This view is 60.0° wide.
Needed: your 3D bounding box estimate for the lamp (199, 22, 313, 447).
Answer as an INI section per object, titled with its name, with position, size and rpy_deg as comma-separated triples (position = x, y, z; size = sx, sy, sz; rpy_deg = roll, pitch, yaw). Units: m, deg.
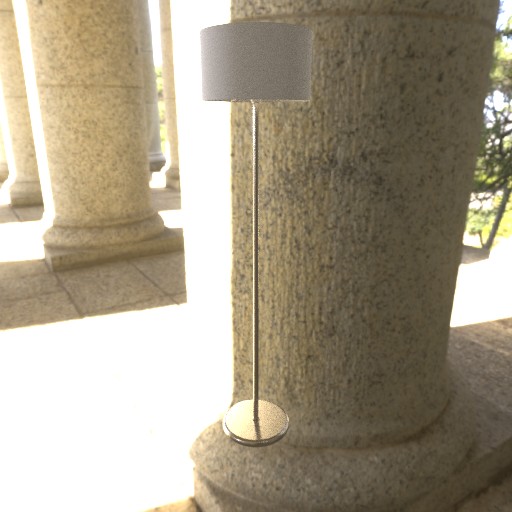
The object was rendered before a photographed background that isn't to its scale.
[lamp]
position = 0.000, 0.000, 1.586
size = 0.347, 1.443, 0.347
rpy_deg = 9, 20, 27
